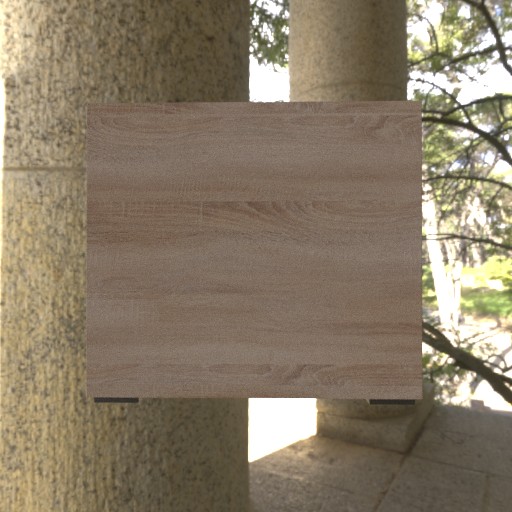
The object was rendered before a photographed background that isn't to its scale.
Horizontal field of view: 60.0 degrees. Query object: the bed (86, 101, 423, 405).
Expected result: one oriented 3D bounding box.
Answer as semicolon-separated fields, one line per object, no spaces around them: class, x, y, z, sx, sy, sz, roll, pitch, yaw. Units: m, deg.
bed;0.000;0.000;0.806;0.460;0.420;0.401;0;0;1
